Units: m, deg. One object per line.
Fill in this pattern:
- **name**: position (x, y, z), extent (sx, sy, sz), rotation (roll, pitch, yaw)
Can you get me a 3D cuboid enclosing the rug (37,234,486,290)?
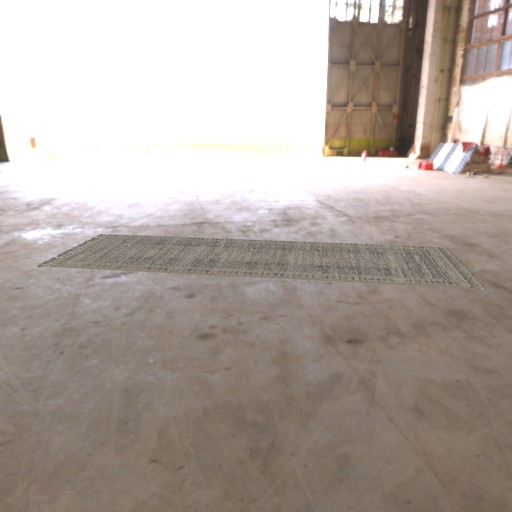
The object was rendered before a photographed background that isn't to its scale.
- **rug**: position (0.000, 0.000, 2.759), extent (2.480, 0.013, 0.786), rotation (2, 17, 8)
